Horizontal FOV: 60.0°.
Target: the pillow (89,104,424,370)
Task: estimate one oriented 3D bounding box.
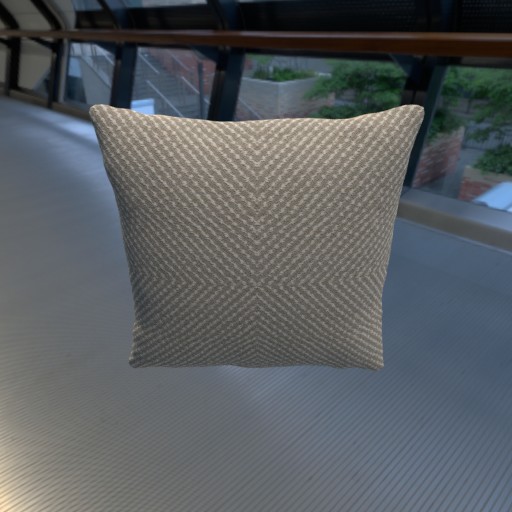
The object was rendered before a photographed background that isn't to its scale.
[{"bbox_3d":[0.000,0.000,0.703,0.459,0.458,0.181,0,29,1],"label":"pillow"}]
